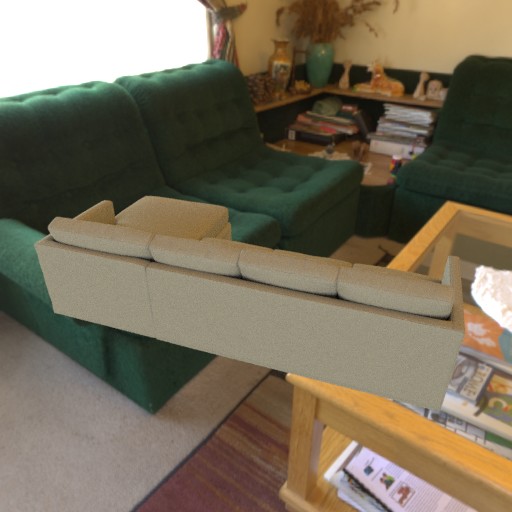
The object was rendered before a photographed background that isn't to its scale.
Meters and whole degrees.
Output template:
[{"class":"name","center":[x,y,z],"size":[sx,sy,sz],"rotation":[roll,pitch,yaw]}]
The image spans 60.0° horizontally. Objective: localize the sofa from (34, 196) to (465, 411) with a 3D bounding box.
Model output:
[{"class":"sofa","center":[0.000,0.000,3.818],"size":[3.177,0.867,1.622],"rotation":[10,33,17]}]
